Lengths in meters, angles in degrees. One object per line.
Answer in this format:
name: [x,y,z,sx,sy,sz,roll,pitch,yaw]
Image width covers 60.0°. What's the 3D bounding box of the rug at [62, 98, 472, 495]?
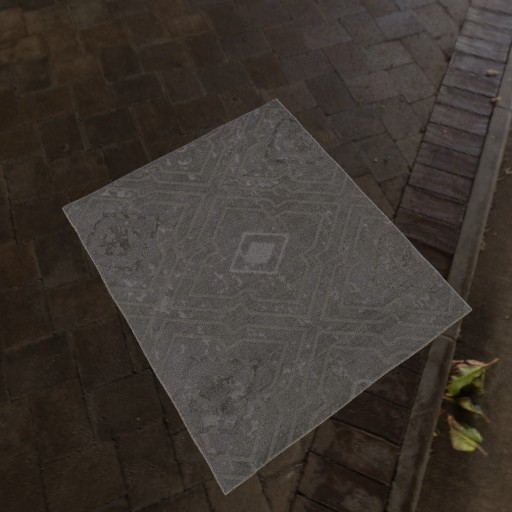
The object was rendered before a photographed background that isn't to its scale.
rug: [0.000,0.000,0.877,0.548,0.006,0.639,-31,68,-14]
